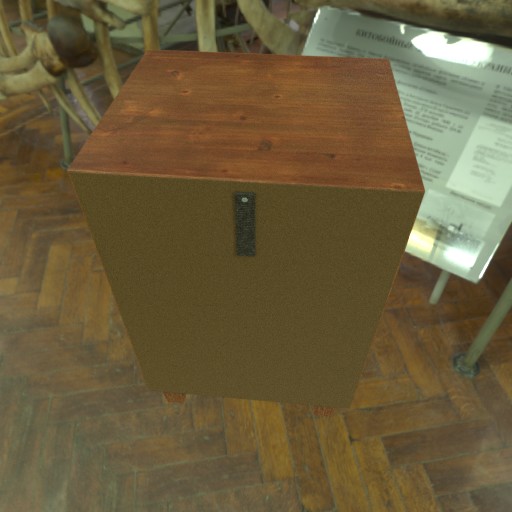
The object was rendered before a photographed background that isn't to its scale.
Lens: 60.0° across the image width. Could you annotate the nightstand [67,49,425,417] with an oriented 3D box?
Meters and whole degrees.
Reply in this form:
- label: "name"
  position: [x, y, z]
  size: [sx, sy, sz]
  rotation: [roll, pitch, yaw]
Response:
- label: "nightstand"
  position: [0.000, 0.000, 0.958]
  size: [0.465, 0.695, 0.410]
  rotation: [4, 46, 4]
